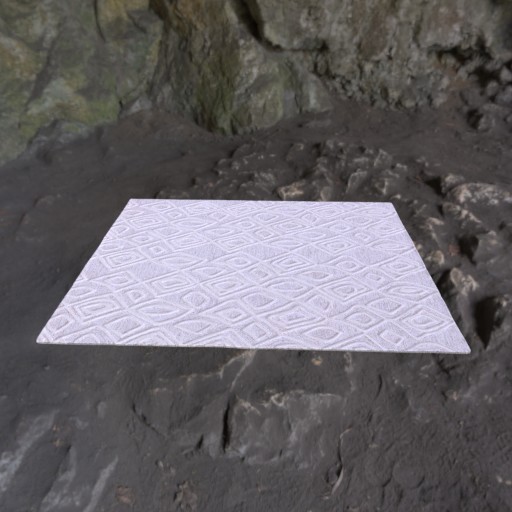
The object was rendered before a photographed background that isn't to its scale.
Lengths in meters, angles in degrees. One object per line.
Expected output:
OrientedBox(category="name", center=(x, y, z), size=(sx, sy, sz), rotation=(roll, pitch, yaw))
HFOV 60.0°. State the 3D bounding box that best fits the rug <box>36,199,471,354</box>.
OrientedBox(category="rug", center=(0.000, 0.000, 4.120), size=(3.049, 0.025, 2.449), rotation=(1, 32, 2))
